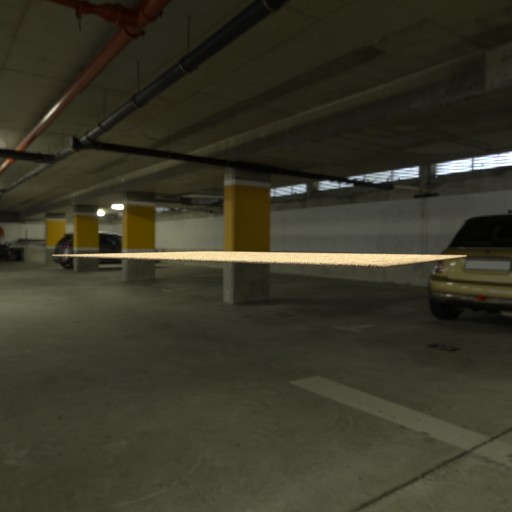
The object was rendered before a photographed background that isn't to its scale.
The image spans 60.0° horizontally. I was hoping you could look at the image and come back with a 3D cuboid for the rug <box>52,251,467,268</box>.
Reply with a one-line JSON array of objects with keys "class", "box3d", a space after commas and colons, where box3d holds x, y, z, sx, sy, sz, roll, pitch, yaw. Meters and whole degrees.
[{"class": "rug", "box3d": [0.000, 0.000, 2.937, 2.283, 0.013, 1.547, 1, 2, 36]}]
